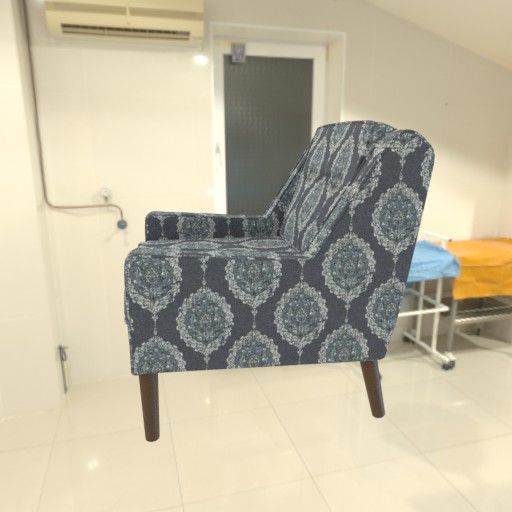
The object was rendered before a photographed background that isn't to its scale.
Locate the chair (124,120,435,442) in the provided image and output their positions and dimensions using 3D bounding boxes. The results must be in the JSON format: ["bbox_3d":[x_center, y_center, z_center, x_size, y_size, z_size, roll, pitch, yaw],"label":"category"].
[{"bbox_3d":[0.000,0.000,1.361,0.743,0.792,0.663,-2,15,-9],"label":"chair"}]
